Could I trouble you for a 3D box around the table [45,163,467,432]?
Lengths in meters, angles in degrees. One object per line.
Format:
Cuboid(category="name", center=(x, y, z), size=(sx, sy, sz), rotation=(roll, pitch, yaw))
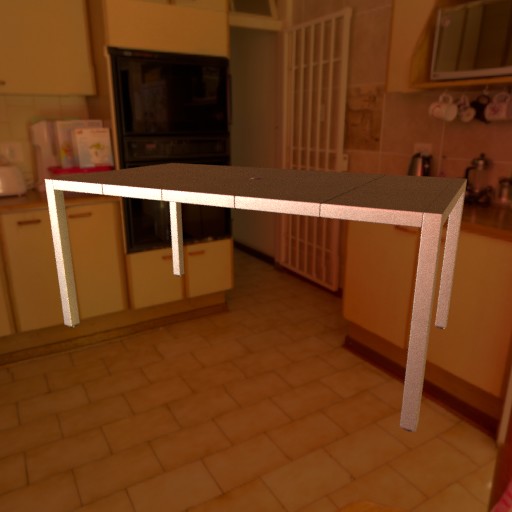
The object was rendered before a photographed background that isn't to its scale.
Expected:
Cuboid(category="table", center=(0.000, 0.000, 2.111), size=(1.680, 0.735, 0.914), rotation=(9, 19, 27))
